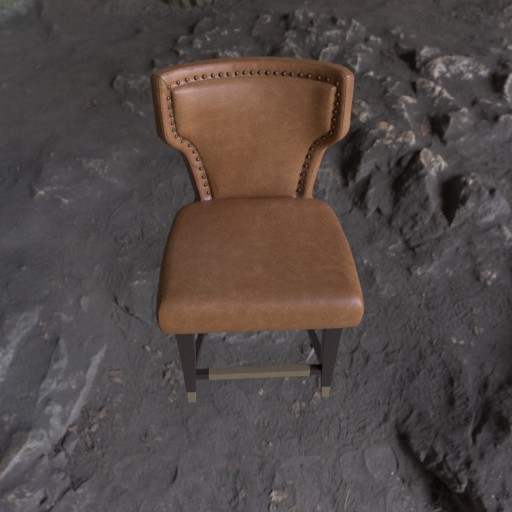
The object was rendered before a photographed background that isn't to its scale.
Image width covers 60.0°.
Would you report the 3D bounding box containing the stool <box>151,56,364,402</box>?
[{"bbox_3d":[0.000,0.000,1.331,0.526,0.982,0.563,-2,46,-2],"label":"stool"}]
